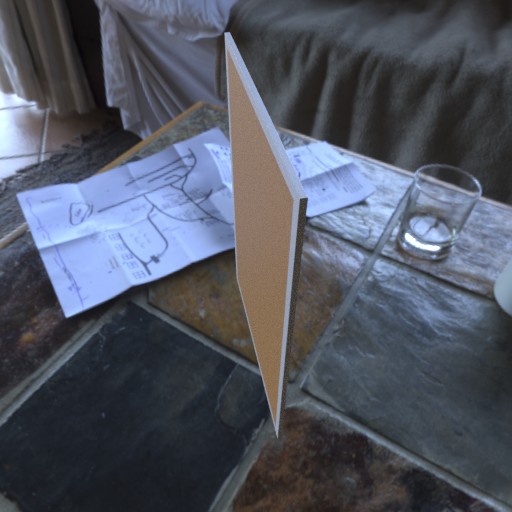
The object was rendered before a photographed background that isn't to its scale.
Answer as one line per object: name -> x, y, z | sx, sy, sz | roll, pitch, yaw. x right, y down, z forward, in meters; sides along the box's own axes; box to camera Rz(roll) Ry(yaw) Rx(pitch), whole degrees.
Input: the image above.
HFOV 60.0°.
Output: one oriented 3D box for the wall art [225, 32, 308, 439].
wall art -> 0.000, 0.000, 1.225 | 0.013, 0.940, 0.659 | -9, 48, -9
